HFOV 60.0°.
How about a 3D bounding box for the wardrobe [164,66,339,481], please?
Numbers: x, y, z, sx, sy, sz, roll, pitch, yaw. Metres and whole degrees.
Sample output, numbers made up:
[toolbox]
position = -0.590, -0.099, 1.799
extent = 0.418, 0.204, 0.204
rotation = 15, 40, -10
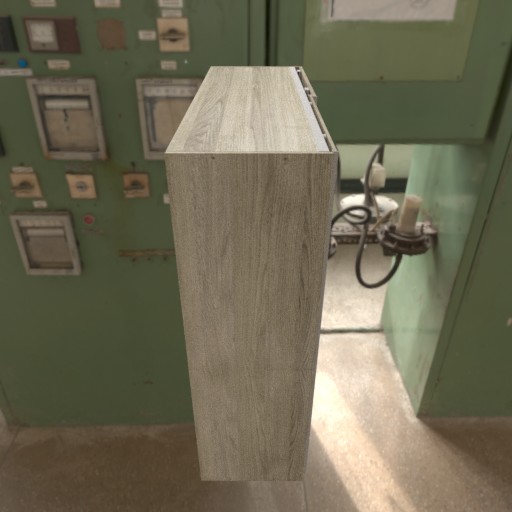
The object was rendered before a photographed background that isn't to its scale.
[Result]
[wardrobe]
position = 0.000, 0.000, 2.800
extent = 0.629, 1.960, 1.780
rotation = 0, 32, 0
